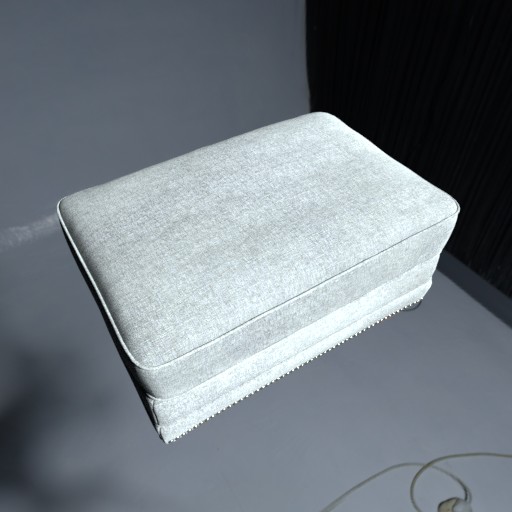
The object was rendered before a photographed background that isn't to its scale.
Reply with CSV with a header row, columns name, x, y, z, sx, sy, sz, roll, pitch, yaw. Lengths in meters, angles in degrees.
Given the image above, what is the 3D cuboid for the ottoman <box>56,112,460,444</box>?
name,x,y,z,sx,sy,sz,roll,pitch,yaw
ottoman,0.000,0.000,1.148,0.813,0.457,0.561,-24,50,-21
